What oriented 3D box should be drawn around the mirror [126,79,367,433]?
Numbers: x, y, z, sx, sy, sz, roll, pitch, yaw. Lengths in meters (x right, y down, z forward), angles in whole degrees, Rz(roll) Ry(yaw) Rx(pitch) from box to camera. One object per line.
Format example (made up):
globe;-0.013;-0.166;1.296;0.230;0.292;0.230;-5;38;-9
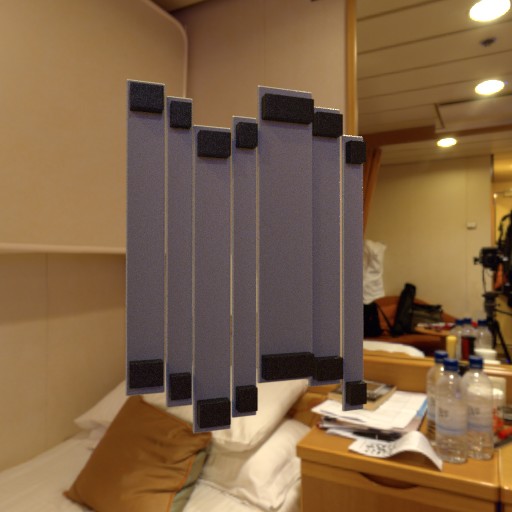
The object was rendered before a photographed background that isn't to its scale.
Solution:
mirror;0.000;0.000;0.794;0.445;0.611;0.058;0;-1;-19
